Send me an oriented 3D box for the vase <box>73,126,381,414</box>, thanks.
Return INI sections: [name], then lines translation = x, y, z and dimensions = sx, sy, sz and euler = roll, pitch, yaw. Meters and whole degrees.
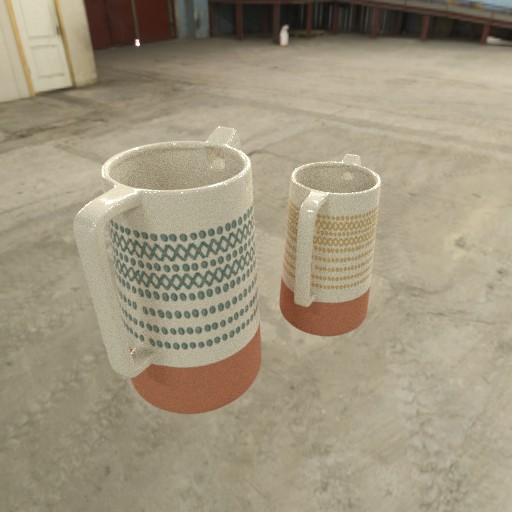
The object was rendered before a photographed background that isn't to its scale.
[vase]
translation = 0.000, 0.000, 0.461
dimensions = 0.326, 0.247, 0.168
euler = -12, 34, -19
